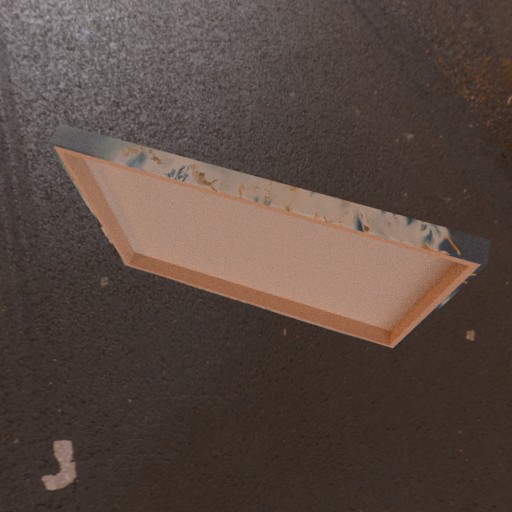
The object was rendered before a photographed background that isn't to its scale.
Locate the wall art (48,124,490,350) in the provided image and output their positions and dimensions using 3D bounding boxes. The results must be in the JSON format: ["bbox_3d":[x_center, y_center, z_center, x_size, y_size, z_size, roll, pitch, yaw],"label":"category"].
[{"bbox_3d":[0.000,0.000,0.772,0.607,0.405,0.036,16,65,8],"label":"wall art"}]
